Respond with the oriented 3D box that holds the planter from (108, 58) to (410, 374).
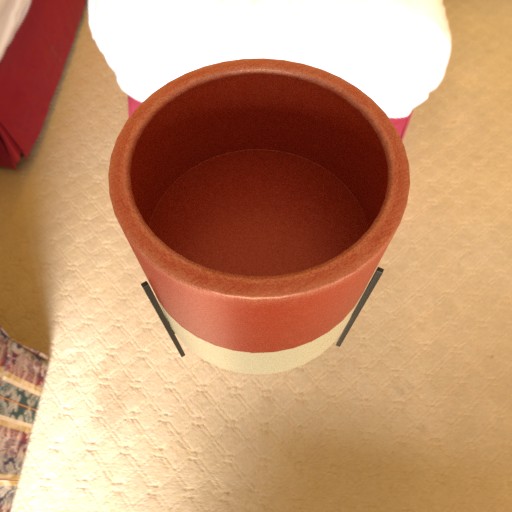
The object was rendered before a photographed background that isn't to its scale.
[{"bbox_3d":[0.000,0.000,0.708,0.354,0.465,0.345,-31,66,-15],"label":"planter"}]
